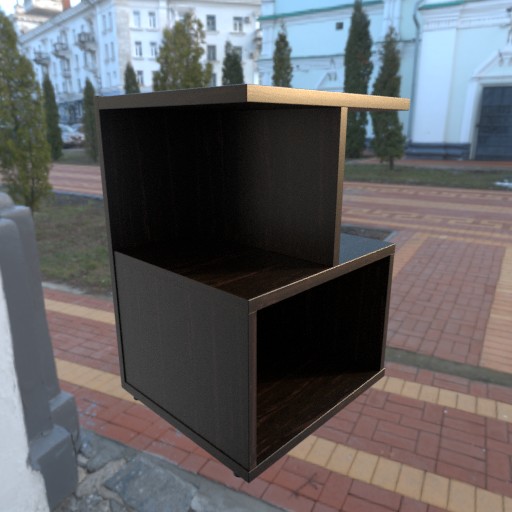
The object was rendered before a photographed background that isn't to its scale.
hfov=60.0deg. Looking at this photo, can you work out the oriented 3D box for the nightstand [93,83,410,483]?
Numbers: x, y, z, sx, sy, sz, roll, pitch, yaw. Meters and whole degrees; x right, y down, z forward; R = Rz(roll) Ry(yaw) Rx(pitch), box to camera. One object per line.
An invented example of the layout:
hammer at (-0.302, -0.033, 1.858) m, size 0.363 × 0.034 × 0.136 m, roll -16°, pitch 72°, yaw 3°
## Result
nightstand at (0.000, 0.000, 0.824) m, size 0.356 × 0.559 × 0.400 m, roll 15°, pitch 22°, yaw 42°
